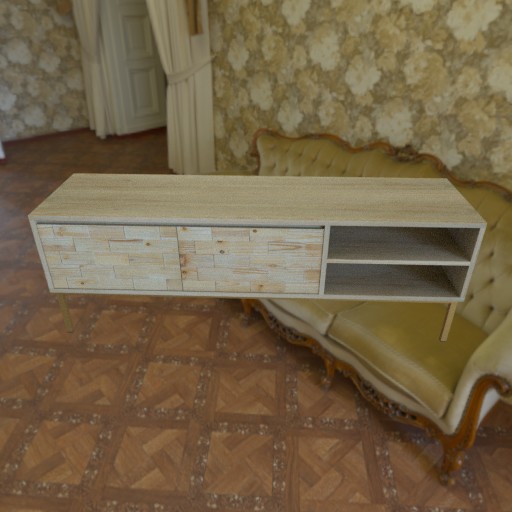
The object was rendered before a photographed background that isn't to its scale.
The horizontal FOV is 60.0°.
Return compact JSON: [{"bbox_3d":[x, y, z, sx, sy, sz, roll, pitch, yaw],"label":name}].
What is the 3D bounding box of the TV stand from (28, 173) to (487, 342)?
[{"bbox_3d":[0.000,0.000,1.863,1.600,0.550,0.420,1,31,2],"label":"TV stand"}]
